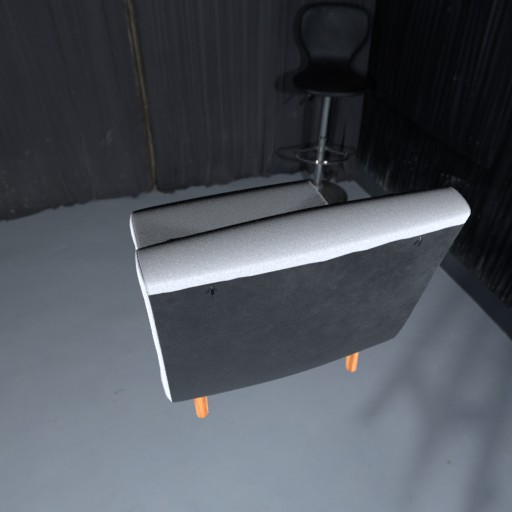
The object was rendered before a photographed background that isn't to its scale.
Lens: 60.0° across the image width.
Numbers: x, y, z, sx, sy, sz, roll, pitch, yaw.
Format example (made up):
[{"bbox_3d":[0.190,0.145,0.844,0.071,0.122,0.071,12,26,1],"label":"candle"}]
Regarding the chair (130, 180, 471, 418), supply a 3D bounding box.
[{"bbox_3d":[0.000,0.000,1.487,0.770,0.808,0.902,-12,41,-15],"label":"chair"}]
